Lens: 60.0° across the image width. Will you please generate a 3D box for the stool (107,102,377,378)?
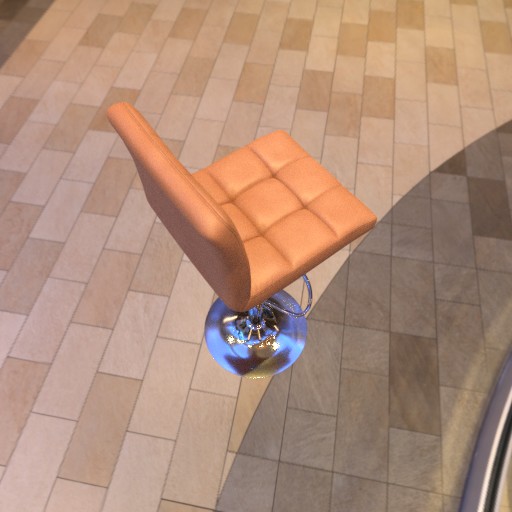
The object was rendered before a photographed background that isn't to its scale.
[{"bbox_3d":[0.000,0.000,1.368,0.505,1.115,0.430,-31,63,-18],"label":"stool"}]
